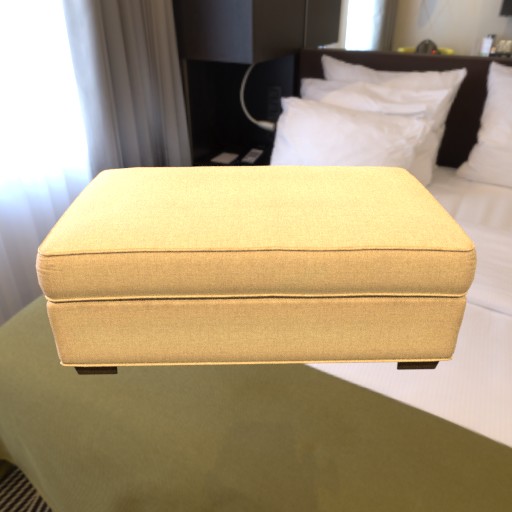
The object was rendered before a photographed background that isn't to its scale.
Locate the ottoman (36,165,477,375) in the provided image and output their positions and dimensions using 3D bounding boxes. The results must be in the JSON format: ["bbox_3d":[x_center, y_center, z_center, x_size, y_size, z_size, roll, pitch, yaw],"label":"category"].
[{"bbox_3d":[0.000,0.000,1.403,1.097,0.448,0.617,-1,30,-1],"label":"ottoman"}]
